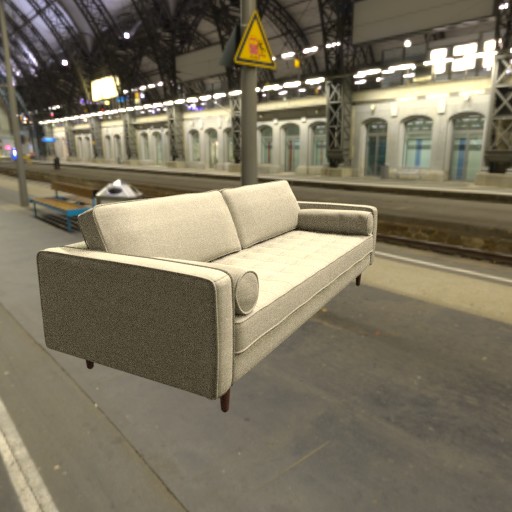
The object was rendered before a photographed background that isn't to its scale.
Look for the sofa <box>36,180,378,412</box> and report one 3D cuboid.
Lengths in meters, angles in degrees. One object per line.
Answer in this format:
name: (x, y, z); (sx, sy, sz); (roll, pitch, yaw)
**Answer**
sofa: (0.000, 0.000, 2.586); (0.914, 0.762, 2.211); (7, 15, 27)
